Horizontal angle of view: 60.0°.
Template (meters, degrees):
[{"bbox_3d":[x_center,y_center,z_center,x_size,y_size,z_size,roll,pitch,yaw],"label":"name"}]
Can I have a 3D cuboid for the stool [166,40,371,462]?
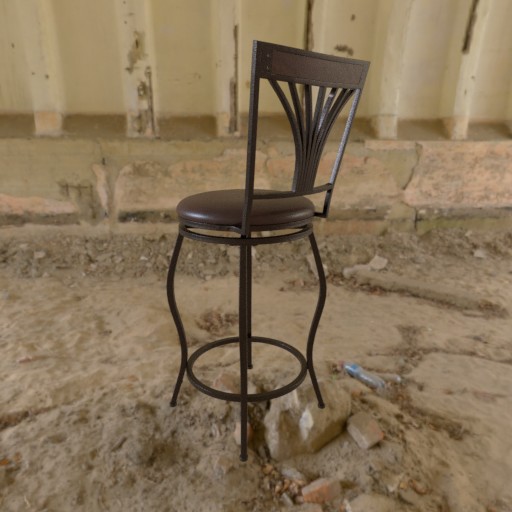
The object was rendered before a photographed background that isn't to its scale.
[{"bbox_3d":[0.000,0.000,1.377,0.433,1.117,0.514,-15,22,-42],"label":"stool"}]
